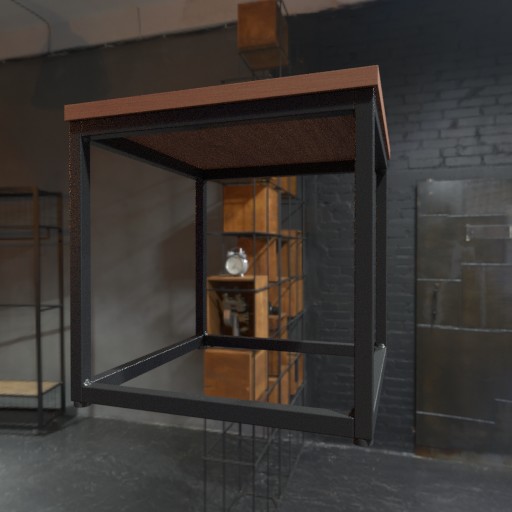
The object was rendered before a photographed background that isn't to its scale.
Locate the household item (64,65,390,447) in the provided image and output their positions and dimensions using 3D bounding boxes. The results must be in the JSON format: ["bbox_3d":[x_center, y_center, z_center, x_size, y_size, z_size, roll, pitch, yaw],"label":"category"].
[{"bbox_3d":[0.000,0.000,0.713,0.400,0.400,0.400,0,1,19],"label":"household item"}]
